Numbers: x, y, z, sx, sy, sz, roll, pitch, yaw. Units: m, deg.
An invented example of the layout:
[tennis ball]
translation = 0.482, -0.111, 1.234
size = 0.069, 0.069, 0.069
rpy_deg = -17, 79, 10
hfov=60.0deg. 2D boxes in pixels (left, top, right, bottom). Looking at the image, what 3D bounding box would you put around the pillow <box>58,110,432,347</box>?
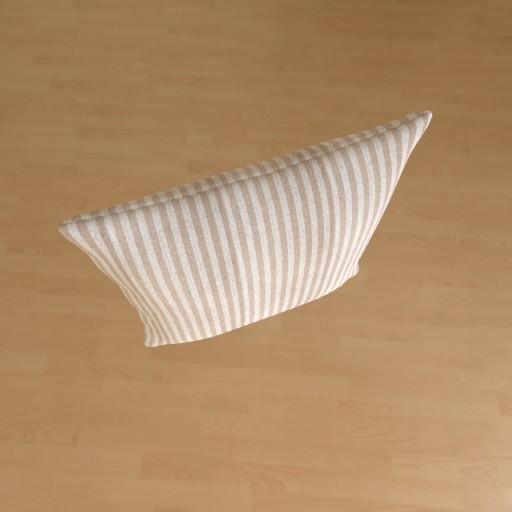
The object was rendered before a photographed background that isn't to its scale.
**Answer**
[pillow]
translation = 0.000, 0.000, 0.796
size = 0.523, 0.510, 0.166
rpy_deg = -19, 65, -9
